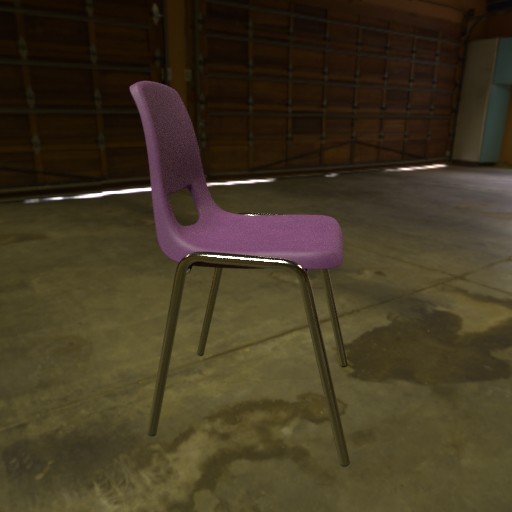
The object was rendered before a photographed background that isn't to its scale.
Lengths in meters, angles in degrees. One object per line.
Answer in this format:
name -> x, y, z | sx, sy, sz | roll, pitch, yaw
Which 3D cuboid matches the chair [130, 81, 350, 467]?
chair -> 0.000, 0.000, 0.952 | 0.432, 0.704, 0.381 | 3, 17, 10
